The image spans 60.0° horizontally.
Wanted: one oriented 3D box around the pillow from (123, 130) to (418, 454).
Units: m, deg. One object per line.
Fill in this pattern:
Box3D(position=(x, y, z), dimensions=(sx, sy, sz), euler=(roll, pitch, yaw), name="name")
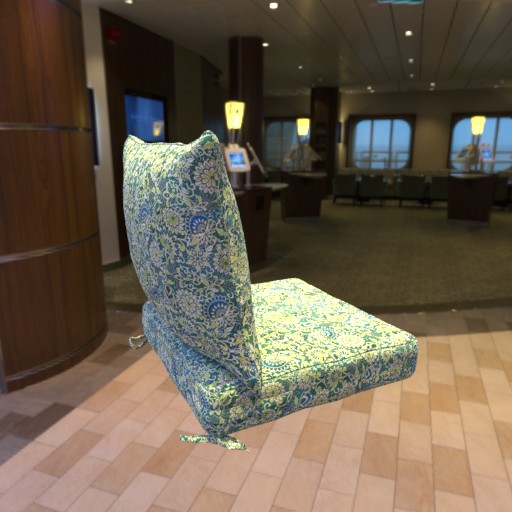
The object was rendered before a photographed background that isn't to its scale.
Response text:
Box3D(position=(0.000, 0.000, 1.357), dimensions=(0.740, 0.722, 0.798), euler=(-7, 16, -26), name="pillow")
